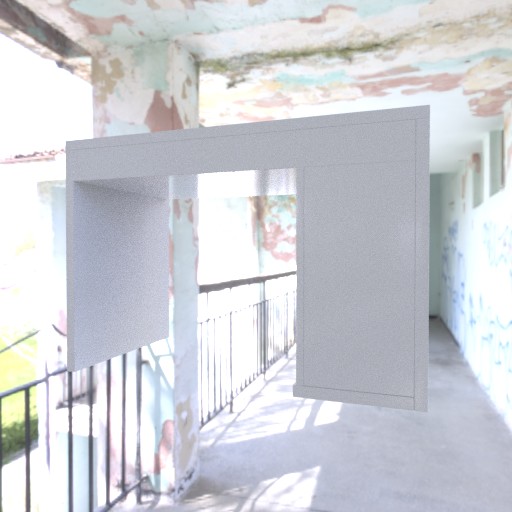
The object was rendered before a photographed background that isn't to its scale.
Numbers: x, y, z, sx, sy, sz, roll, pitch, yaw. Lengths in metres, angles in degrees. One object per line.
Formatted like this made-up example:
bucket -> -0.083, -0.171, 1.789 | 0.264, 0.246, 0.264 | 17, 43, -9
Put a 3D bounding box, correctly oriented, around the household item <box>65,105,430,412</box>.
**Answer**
household item -> 0.000, 0.000, 1.541 | 1.100, 0.749, 0.597 | 0, 1, 19
